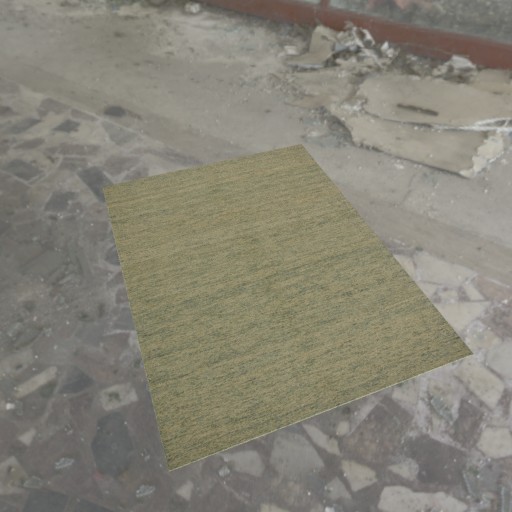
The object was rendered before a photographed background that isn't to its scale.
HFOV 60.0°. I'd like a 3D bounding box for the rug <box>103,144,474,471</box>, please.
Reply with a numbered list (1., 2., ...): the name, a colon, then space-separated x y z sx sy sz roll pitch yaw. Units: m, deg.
1. rug: 0.000 0.000 4.206 2.437 0.014 3.201 -15 48 -14
